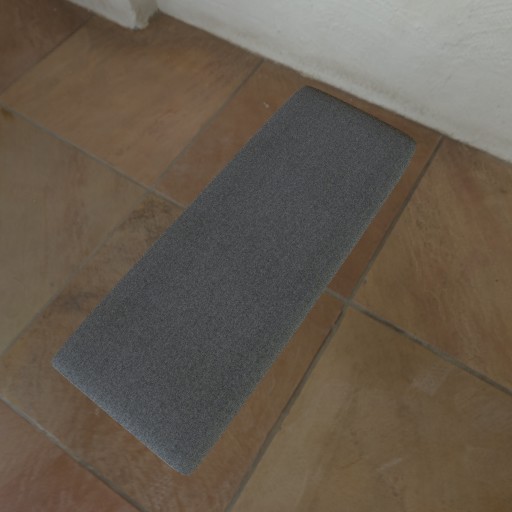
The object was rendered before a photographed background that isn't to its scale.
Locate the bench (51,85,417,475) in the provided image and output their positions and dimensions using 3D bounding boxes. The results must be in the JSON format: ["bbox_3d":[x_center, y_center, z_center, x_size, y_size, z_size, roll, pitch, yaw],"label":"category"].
[{"bbox_3d":[0.000,0.000,1.842,0.631,0.384,1.598,33,68,15],"label":"bench"}]
